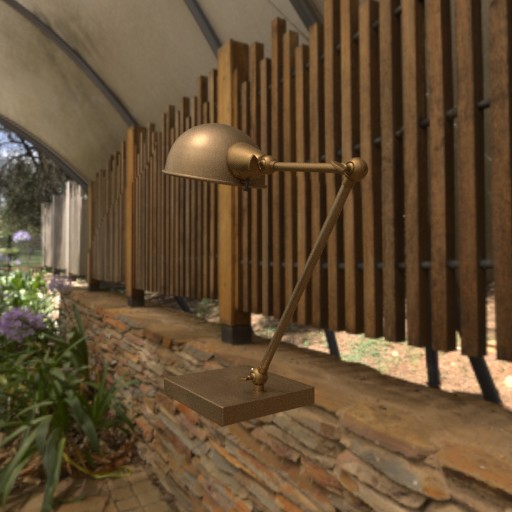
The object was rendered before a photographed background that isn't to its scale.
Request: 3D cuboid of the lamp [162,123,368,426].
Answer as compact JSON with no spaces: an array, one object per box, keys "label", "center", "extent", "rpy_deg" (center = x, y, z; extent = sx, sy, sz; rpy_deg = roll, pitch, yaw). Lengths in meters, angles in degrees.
[{"label":"lamp","center":[0.000,0.000,0.543],"extent":[0.149,0.371,0.339],"rpy_deg":[1,-1,-36]}]
